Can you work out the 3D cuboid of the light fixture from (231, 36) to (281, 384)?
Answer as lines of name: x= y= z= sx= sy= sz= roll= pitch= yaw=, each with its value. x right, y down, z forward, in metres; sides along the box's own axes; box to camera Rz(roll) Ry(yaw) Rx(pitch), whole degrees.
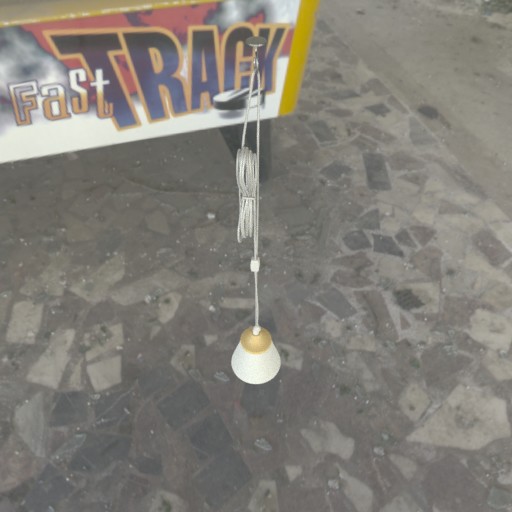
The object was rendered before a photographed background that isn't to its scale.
light fixture: x=0.000 y=0.000 z=1.030 sx=0.153 sy=0.966 sz=0.153 roll=16 pitch=49 yaw=14
